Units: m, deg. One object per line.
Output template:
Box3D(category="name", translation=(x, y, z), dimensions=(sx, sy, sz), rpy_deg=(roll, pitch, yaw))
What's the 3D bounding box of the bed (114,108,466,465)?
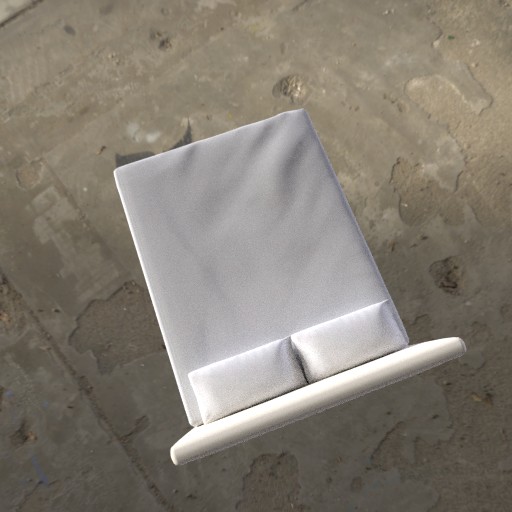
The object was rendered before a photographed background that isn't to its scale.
Box3D(category="bed", translation=(0.000, 0.000, 3.163), dimensions=(1.713, 1.330, 2.142), rpy_deg=(-19, 76, -5))
